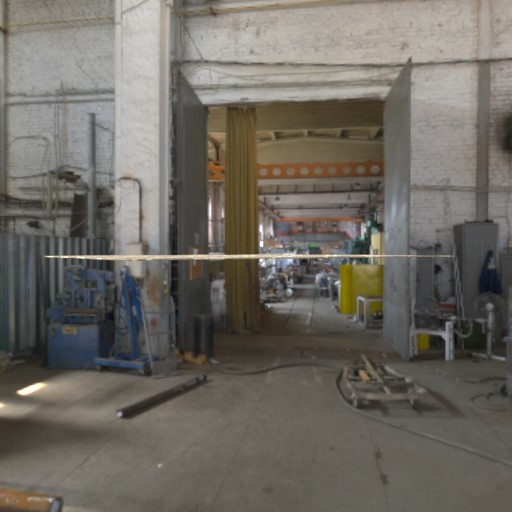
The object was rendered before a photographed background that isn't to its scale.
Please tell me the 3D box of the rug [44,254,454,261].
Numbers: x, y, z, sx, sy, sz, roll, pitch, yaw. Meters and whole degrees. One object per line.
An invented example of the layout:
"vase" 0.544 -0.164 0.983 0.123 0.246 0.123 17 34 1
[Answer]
"rug" 0.000 0.000 2.231 1.748 0.010 1.142 0 1 -37
